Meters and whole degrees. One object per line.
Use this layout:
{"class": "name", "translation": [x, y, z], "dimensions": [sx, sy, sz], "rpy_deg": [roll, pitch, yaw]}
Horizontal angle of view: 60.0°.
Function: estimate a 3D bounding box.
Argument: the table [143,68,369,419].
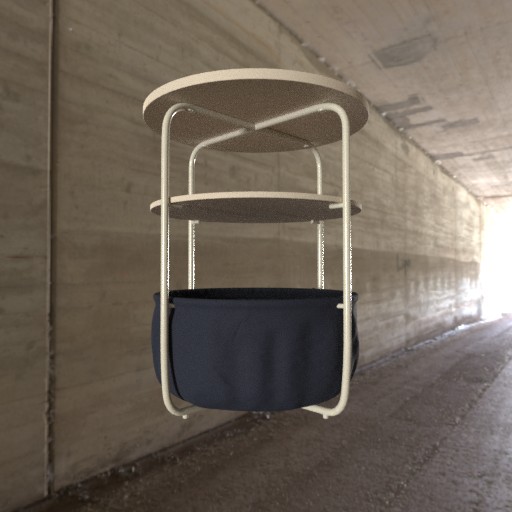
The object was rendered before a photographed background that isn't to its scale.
{"class": "table", "translation": [0.000, 0.000, 0.842], "dimensions": [0.418, 0.532, 0.418], "rpy_deg": [0, -1, 0]}
